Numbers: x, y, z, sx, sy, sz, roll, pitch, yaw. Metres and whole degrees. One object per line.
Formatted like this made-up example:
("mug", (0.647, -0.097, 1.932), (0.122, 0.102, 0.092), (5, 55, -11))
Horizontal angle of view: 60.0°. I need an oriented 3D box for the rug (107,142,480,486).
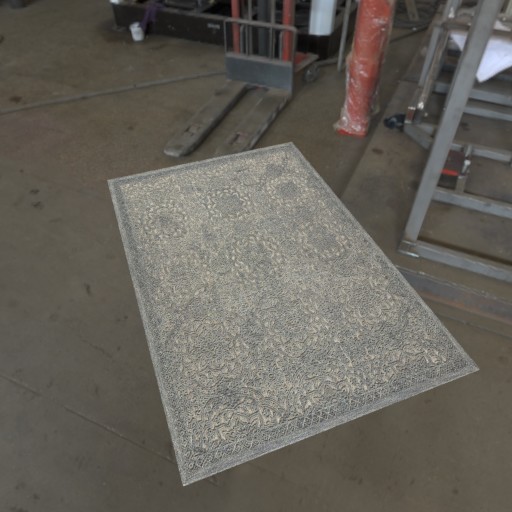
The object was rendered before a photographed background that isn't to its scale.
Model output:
("rug", (0.000, 0.000, 2.209), (1.208, 0.012, 1.819), (-15, 47, -15))
